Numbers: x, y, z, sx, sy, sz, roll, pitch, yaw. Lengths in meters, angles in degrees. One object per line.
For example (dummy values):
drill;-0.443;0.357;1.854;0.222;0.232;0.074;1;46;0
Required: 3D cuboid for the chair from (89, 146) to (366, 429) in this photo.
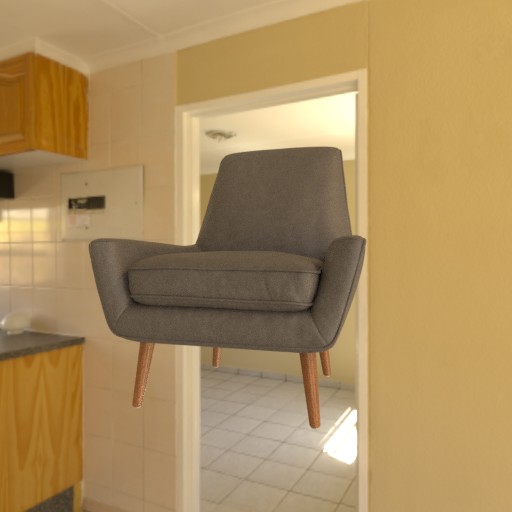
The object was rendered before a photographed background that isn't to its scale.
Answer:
chair;0.000;0.000;1.536;0.787;0.888;0.822;0;0;17
